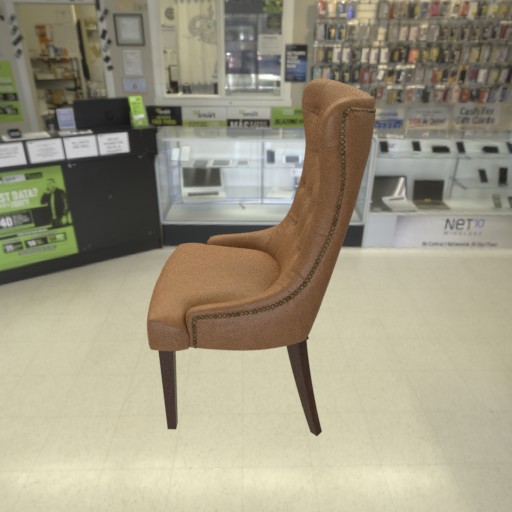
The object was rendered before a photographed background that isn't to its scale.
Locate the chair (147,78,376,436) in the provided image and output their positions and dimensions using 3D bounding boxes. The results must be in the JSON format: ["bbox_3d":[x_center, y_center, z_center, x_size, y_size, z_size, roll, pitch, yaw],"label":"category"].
[{"bbox_3d":[0.000,0.000,1.479,0.669,1.065,0.611,1,26,1],"label":"chair"}]
